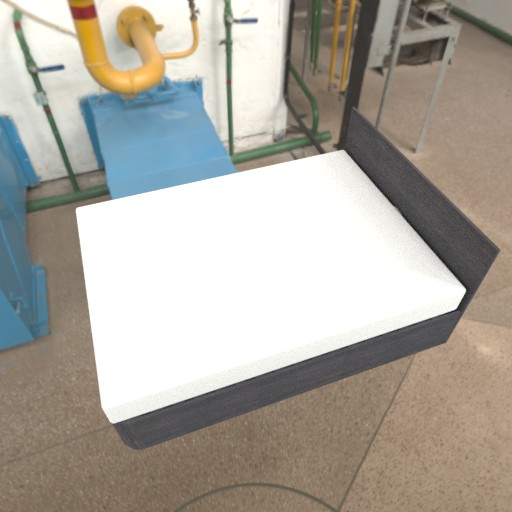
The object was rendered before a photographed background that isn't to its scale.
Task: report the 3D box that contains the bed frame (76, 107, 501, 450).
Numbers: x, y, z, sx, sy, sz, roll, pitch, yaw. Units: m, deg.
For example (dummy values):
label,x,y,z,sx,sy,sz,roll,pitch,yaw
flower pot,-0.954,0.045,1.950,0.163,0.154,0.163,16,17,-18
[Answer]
label,x,y,z,sx,sy,sz,roll,pitch,yaw
bed frame,0.000,0.000,2.569,1.900,0.800,1.400,-15,49,-13
